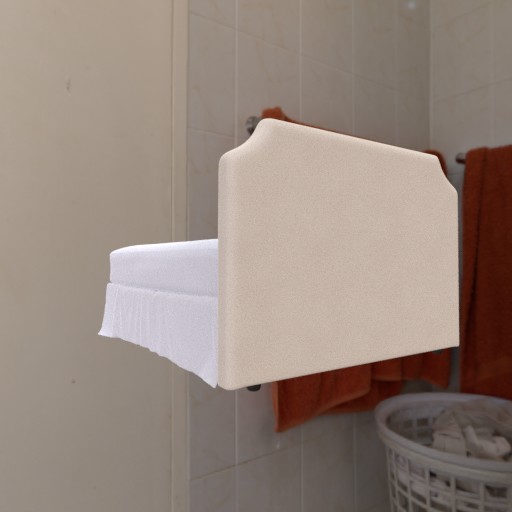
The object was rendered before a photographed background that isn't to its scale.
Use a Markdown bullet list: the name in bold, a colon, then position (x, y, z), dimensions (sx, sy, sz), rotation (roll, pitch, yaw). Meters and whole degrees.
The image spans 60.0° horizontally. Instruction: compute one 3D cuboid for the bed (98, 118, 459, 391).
- **bed**: position (0.000, 0.000, 3.364), dimensions (1.827, 1.296, 2.209), rotation (0, -1, -35)
